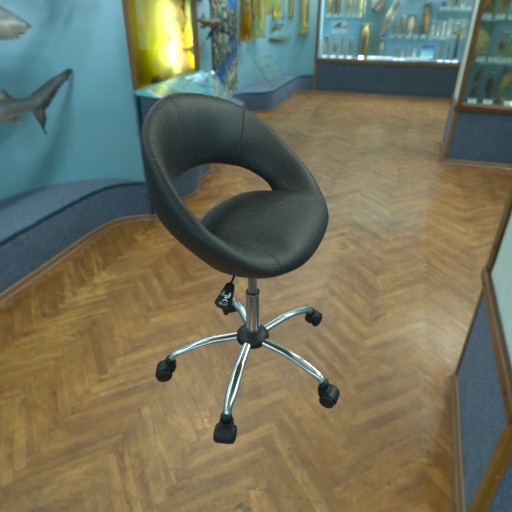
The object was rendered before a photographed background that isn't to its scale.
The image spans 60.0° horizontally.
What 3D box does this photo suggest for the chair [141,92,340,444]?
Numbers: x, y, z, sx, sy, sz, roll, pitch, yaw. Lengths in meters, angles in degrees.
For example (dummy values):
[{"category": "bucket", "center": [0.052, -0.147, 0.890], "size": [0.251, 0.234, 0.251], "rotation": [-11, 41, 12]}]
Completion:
[{"category": "chair", "center": [0.000, 0.000, 1.180], "size": [0.538, 0.791, 0.612], "rotation": [11, 32, 18]}]
